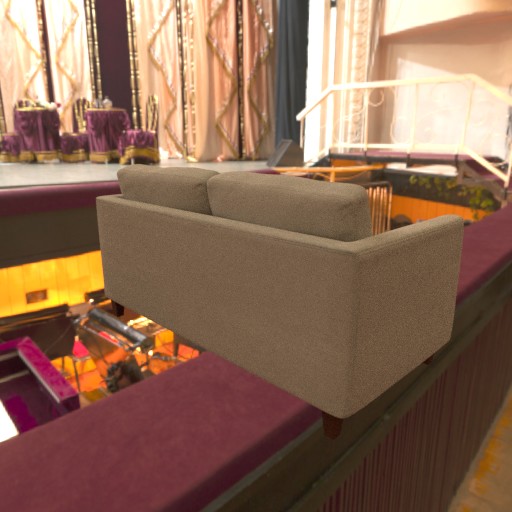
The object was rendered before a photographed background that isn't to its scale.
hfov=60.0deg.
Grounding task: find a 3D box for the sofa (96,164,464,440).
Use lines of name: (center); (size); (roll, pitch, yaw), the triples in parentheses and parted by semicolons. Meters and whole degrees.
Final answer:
sofa: (0.000, 0.000, 2.446); (0.950, 0.963, 1.884); (-15, 21, -43)
